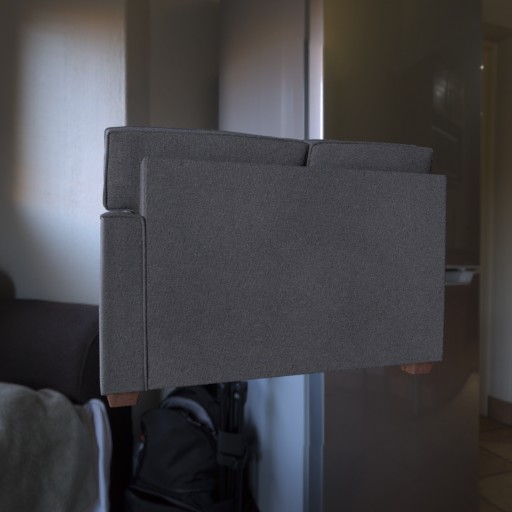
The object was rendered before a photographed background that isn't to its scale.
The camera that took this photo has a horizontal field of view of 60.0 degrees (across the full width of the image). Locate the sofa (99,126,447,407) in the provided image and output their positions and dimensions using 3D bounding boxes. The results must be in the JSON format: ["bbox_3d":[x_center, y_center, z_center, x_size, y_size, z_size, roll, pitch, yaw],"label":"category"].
[{"bbox_3d":[0.000,0.000,2.083,1.388,0.989,0.991,0,1,-18],"label":"sofa"}]
